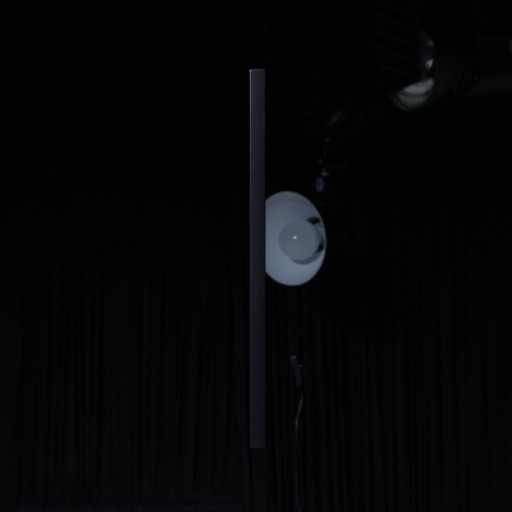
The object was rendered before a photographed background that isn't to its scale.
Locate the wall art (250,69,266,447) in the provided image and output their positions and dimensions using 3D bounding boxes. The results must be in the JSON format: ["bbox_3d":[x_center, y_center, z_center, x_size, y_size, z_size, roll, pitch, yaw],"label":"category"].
[{"bbox_3d":[0.000,0.000,0.579,0.013,0.306,0.440,0,1,0],"label":"wall art"}]
